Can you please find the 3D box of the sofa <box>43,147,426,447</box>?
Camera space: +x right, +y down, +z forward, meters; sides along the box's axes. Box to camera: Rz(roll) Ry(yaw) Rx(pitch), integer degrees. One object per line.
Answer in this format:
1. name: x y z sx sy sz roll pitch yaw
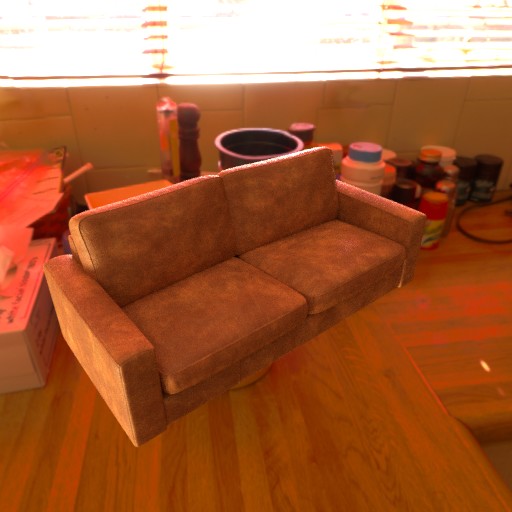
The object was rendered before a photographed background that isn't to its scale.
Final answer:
1. sofa: 0.000 0.000 2.717 2.179 0.873 1.016 -23 38 -33
